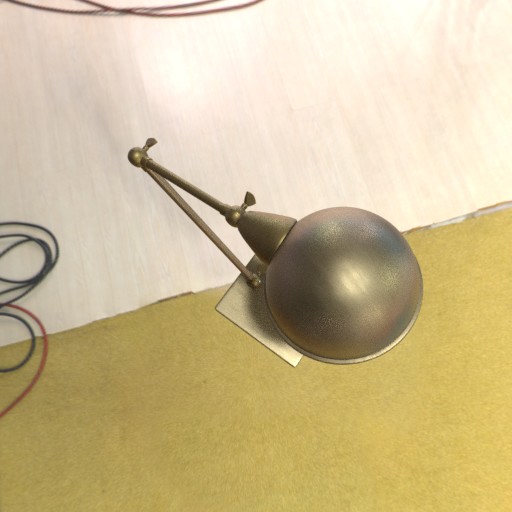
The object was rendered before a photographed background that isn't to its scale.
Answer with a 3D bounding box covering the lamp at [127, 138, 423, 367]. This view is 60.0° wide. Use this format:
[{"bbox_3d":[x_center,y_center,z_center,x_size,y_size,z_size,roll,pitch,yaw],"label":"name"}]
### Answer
[{"bbox_3d":[0.000,0.000,0.539,0.339,0.371,0.149,35,78,9],"label":"lamp"}]
